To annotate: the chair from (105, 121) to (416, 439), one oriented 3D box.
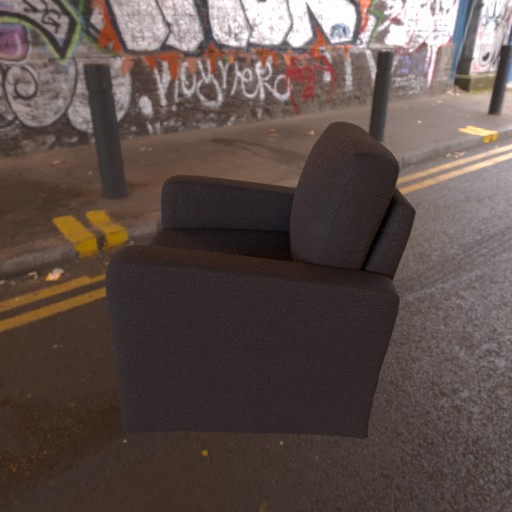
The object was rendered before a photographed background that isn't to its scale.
[{"bbox_3d":[0.000,0.000,1.533,0.863,0.855,0.798,1,27,2],"label":"chair"}]
